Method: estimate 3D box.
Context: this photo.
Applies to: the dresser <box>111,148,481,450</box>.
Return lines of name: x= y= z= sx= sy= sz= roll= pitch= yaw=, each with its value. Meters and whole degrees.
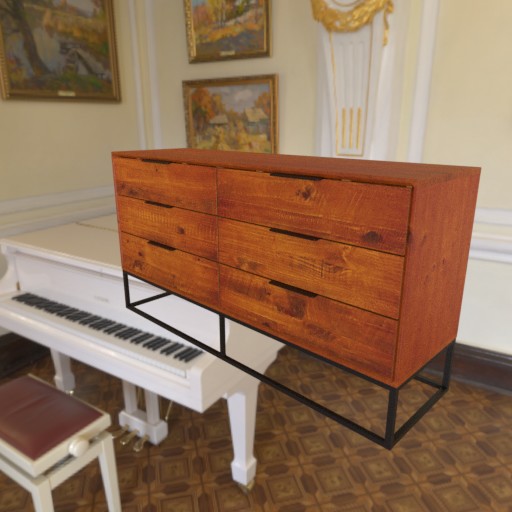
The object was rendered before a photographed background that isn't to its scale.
dresser: x=0.000 y=0.000 z=1.870 sx=1.536 sy=0.810 sz=0.464 roll=16 pitch=23 yaw=42
